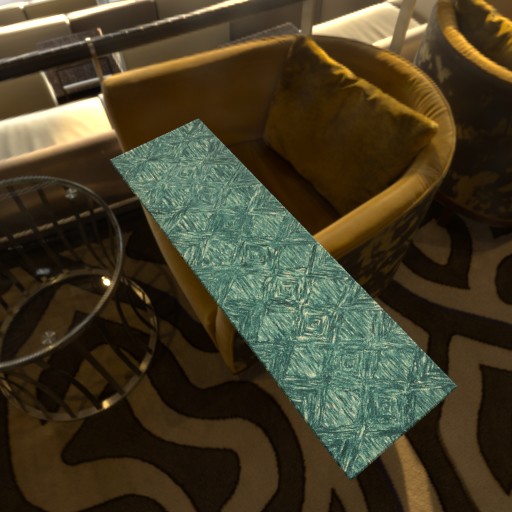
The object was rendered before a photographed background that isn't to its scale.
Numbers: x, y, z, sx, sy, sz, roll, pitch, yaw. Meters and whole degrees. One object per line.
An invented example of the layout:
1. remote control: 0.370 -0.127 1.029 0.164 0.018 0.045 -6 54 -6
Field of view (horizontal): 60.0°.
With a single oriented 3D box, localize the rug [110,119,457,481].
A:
1. rug: 0.000 0.000 2.468 0.676 0.016 2.286 -31 63 -18
